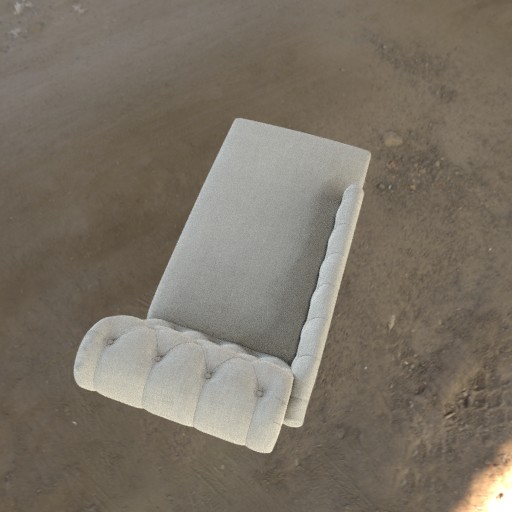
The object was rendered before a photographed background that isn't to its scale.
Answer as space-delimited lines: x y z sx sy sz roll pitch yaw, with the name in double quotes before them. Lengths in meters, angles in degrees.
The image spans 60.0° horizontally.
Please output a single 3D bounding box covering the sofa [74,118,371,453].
"sofa" 0.000 0.000 1.768 0.675 0.787 1.379 17 65 8
